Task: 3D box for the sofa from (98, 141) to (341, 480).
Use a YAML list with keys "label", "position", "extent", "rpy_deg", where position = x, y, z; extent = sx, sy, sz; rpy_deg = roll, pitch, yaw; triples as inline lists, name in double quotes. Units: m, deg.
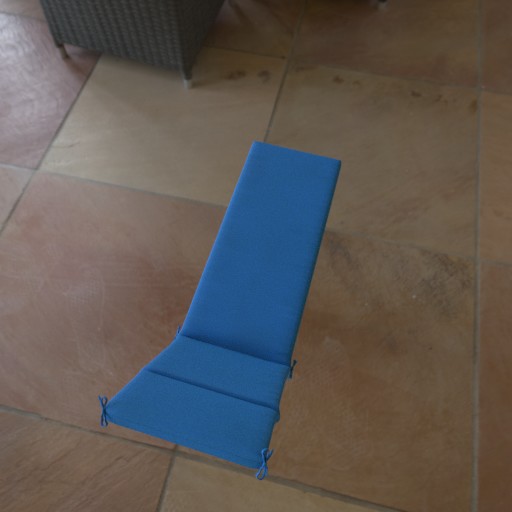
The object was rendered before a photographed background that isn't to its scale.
- label: "sofa"
  position: [0.000, 0.000, 1.928]
  extent: [0.582, 0.622, 1.663]
  rpy_deg: [15, 64, 7]
